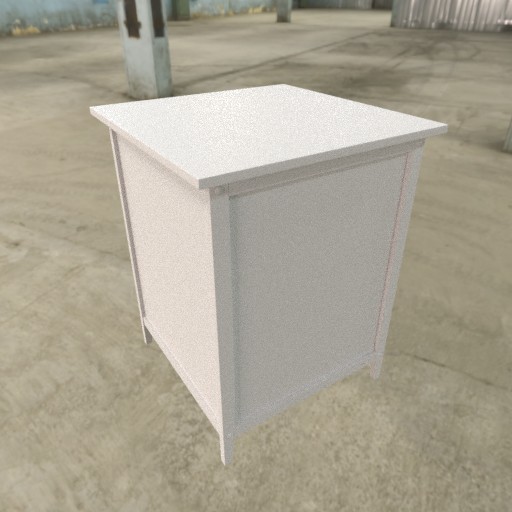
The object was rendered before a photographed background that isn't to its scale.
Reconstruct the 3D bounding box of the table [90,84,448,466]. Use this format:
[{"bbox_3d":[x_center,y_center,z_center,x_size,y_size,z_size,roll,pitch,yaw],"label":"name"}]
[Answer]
[{"bbox_3d":[0.000,0.000,0.775,0.381,0.483,0.381,-18,35,-28],"label":"table"}]
